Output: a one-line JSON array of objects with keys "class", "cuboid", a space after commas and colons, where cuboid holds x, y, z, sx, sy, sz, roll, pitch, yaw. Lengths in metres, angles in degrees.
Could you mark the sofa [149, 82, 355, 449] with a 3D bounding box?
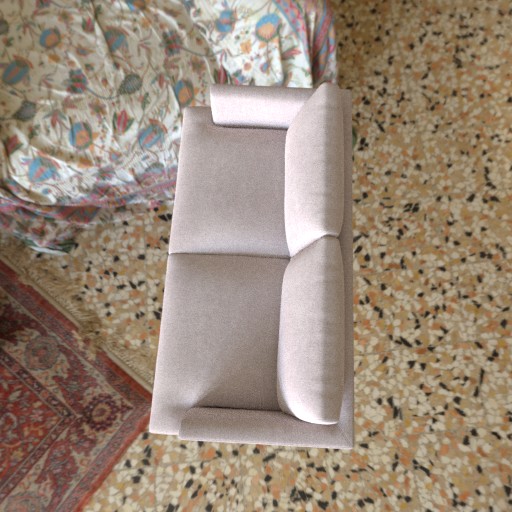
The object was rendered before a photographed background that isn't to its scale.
[{"class": "sofa", "cuboid": [0.000, 0.000, 2.517, 1.020, 0.868, 1.948, 3, 74, 1]}]
